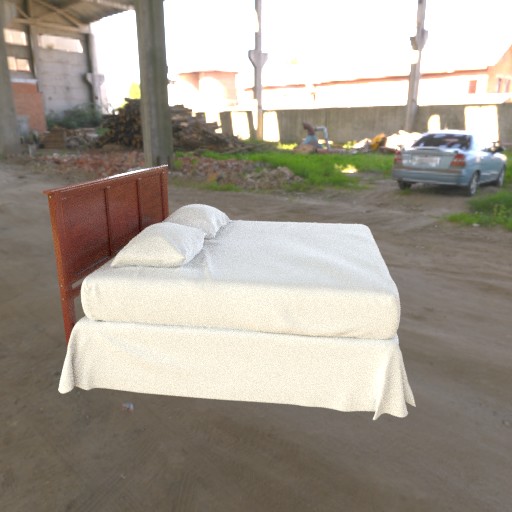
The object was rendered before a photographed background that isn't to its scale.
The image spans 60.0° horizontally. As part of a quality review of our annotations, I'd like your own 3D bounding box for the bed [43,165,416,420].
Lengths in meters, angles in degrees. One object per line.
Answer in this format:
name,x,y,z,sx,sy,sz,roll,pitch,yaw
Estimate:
bed,0.000,0.000,3.569,2.219,1.271,2.314,2,16,8
